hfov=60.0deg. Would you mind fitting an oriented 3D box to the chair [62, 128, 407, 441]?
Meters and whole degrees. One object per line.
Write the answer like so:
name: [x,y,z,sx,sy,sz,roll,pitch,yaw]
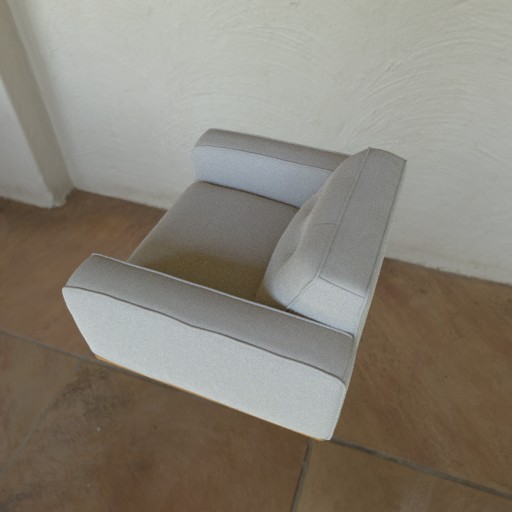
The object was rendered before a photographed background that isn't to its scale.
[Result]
chair: [0.000,0.000,1.770,0.953,0.779,1.115,16,48,15]
